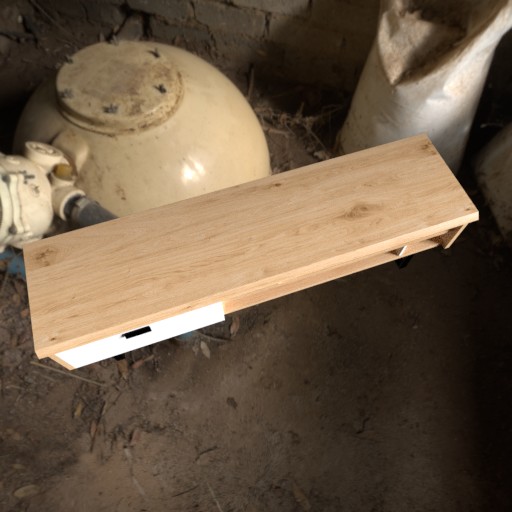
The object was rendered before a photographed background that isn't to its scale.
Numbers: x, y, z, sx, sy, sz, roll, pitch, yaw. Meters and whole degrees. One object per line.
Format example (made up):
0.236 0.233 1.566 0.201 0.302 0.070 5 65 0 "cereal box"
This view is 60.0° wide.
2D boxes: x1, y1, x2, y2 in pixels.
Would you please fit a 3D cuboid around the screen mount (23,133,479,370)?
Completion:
0.000 0.000 1.884 1.700 0.430 0.450 -17 64 -9 "screen mount"
